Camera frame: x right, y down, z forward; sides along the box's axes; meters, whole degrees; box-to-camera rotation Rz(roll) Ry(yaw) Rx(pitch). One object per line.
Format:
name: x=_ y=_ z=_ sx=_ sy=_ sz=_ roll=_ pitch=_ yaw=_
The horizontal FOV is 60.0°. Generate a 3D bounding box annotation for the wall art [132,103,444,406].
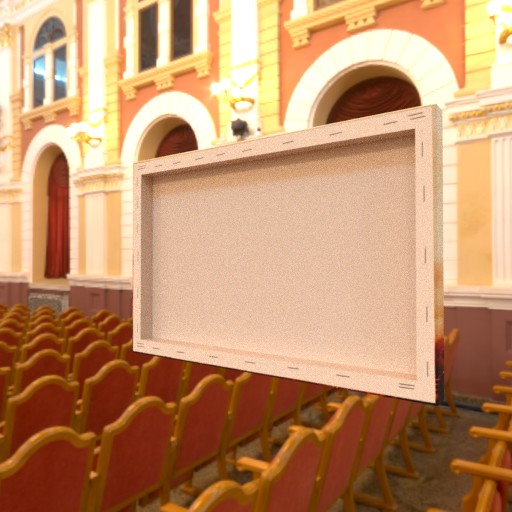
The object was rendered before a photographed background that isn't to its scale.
wall art: x=0.000 y=0.000 z=0.779 sx=0.613 sy=0.402 sz=0.040 roll=-1 pitch=-1 yaw=35
